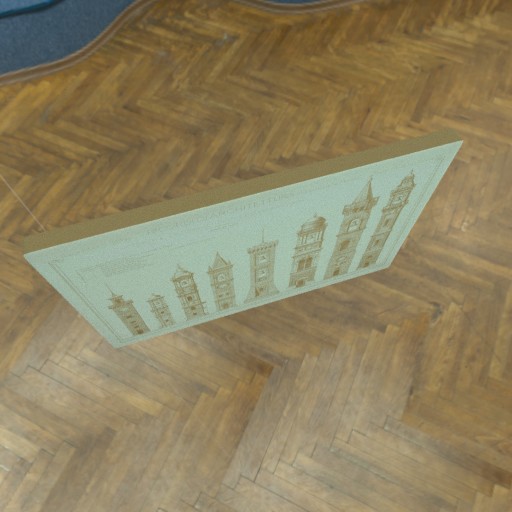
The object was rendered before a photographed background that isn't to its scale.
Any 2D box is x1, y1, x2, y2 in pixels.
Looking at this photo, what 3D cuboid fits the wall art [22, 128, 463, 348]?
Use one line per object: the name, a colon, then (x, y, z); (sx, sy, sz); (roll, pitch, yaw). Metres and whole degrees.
wall art: (0.000, 0.000, 0.481); (0.380, 0.254, 0.019); (-16, 63, -8)
